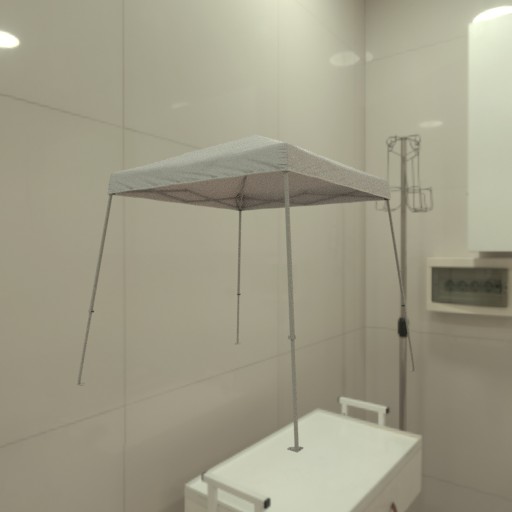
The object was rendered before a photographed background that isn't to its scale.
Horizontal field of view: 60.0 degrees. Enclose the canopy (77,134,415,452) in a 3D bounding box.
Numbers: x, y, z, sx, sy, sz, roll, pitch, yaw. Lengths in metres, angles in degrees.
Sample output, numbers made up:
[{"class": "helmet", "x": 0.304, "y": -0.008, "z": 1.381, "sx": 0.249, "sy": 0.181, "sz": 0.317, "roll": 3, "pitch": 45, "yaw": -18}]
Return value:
[{"class": "canopy", "x": 0.000, "y": 0.000, "z": 5.212, "sx": 2.848, "sy": 2.849, "sz": 2.849, "roll": 0, "pitch": 0, "yaw": 36}]
